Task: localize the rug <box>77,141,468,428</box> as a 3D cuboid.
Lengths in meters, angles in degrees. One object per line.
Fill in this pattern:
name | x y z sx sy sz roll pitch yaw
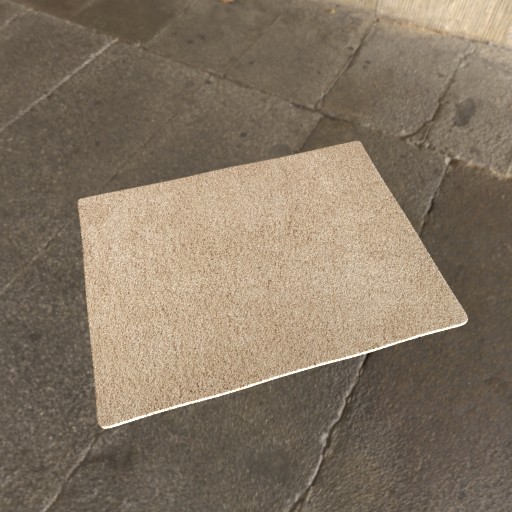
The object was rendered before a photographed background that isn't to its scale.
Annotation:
rug | 0.000 0.000 2.133 1.600 0.025 1.199 -14 57 -9
